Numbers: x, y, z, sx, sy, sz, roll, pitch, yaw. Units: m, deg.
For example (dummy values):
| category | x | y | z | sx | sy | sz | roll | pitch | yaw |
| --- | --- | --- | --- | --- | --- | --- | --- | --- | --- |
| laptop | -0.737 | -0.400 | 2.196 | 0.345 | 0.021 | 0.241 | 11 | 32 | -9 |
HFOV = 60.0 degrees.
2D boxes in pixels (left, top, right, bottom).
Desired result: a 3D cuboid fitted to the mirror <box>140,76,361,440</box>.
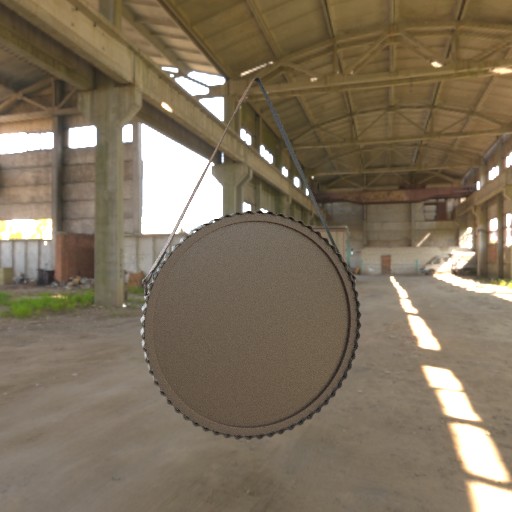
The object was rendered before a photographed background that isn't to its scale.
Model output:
| category | x | y | z | sx | sy | sz | roll | pitch | yaw |
| --- | --- | --- | --- | --- | --- | --- | --- | --- | --- |
| mirror | 0.000 | 0.000 | 0.705 | 0.355 | 0.568 | 0.042 | 0 | 0 | -17 |
